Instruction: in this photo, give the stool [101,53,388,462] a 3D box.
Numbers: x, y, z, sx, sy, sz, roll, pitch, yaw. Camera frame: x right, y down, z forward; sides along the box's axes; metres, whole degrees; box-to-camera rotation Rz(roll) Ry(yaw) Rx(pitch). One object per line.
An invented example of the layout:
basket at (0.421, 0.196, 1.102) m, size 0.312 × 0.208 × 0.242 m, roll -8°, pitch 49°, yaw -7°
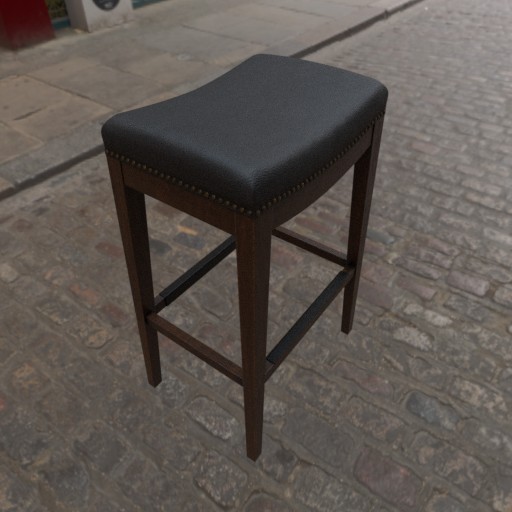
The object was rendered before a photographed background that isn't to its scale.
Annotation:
stool at (0.000, 0.000, 1.032) m, size 0.361 × 0.765 × 0.500 m, roll 26°, pitch 47°, yaw 26°
